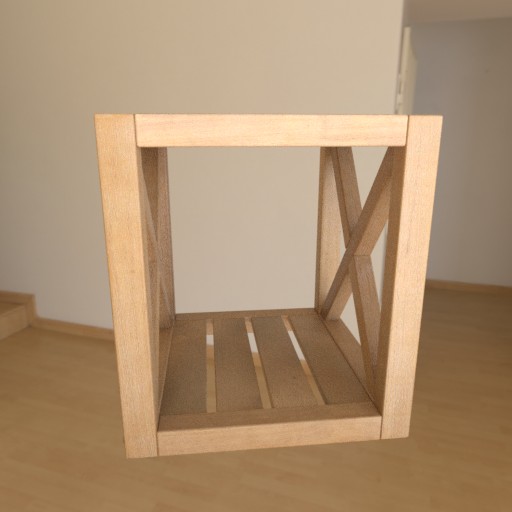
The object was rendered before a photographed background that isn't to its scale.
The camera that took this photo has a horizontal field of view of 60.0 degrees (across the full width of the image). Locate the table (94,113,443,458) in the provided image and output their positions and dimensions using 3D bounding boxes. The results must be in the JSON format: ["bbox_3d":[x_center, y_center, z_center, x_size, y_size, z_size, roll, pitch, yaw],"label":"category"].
[{"bbox_3d":[0.000,0.000,1.032,0.558,0.610,0.559,-2,16,-6],"label":"table"}]
